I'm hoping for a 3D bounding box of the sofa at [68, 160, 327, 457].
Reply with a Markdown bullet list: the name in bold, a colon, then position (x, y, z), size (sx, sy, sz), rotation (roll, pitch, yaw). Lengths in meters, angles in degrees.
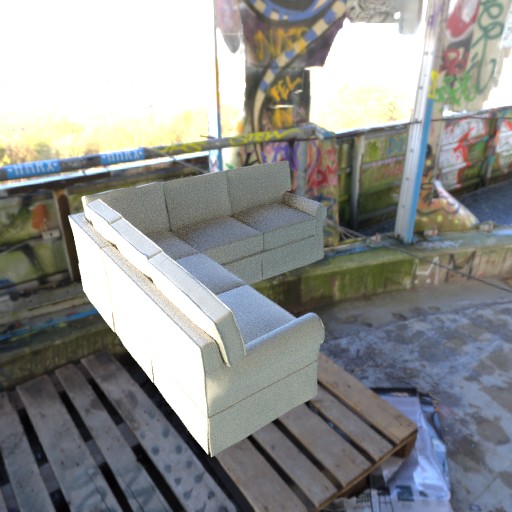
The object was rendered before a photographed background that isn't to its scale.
- **sofa**: position (0.000, 0.000, 4.137), size (2.597, 1.070, 2.591), rotation (-18, 31, -32)
